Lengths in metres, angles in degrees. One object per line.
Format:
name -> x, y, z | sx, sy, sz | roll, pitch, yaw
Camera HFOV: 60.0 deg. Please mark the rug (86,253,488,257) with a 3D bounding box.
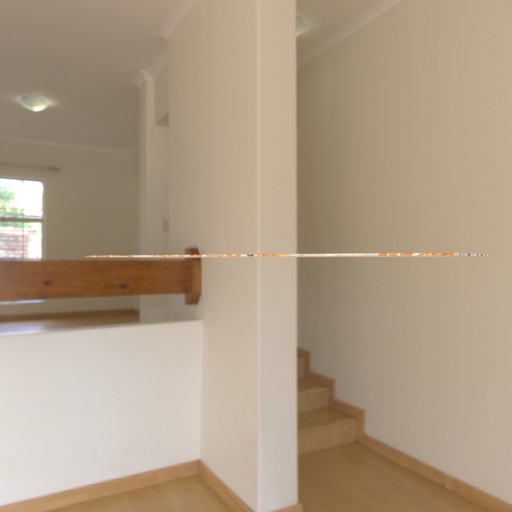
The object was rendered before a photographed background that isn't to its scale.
rug -> 0.000, 0.000, 2.707 | 2.437, 0.010, 0.783 | 0, -1, 35
